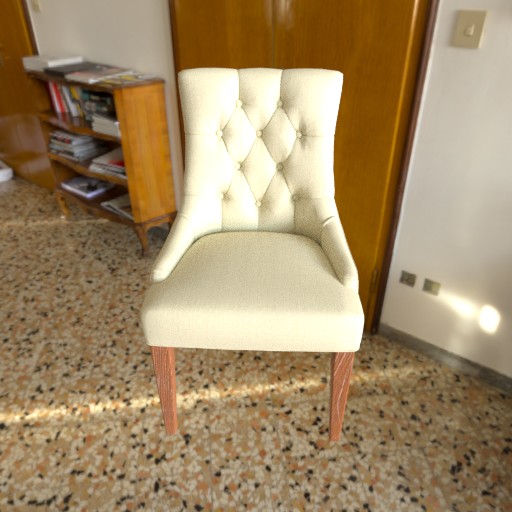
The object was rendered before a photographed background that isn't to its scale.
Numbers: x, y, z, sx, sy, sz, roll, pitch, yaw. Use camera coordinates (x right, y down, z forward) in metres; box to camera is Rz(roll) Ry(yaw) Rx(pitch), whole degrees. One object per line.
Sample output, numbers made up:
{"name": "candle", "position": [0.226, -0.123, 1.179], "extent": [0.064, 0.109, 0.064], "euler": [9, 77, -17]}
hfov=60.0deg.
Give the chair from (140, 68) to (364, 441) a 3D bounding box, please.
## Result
{"name": "chair", "position": [0.000, 0.000, 1.196], "extent": [0.509, 0.874, 0.565], "euler": [1, 31, 2]}
